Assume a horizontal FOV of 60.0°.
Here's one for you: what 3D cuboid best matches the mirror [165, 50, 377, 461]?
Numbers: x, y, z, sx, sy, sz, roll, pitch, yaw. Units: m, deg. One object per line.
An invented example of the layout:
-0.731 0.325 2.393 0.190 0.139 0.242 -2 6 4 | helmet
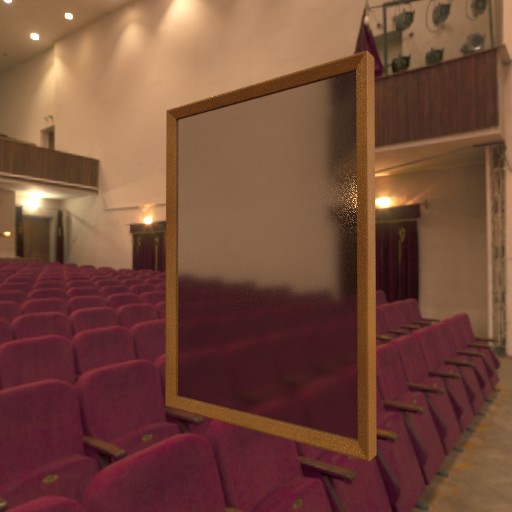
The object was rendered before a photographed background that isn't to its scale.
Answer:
0.000 0.000 0.930 0.507 0.710 0.039 -1 -1 36 | mirror
